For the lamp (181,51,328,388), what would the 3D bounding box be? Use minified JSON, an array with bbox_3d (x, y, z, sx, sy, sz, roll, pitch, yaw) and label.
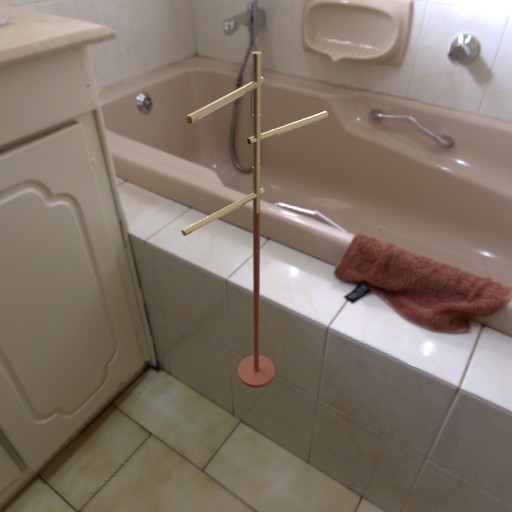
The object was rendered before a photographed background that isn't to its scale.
[{"bbox_3d":[0.000,0.000,1.982,0.209,1.704,0.737,25,45,28],"label":"lamp"}]
